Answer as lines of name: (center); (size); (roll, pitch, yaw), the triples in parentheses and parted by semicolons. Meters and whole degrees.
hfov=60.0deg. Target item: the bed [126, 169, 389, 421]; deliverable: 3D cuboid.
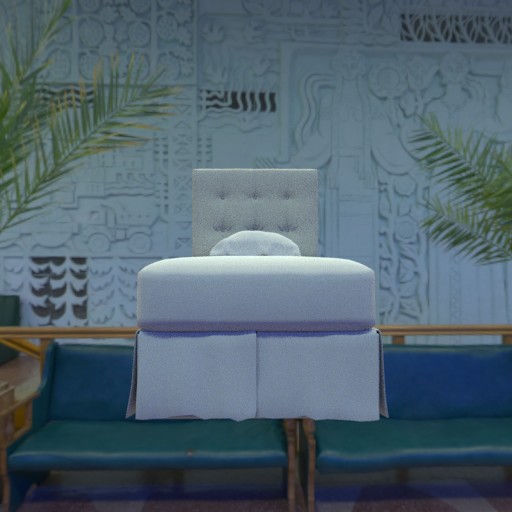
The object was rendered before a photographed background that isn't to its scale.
bed: (0.000, 0.000, 3.077); (1.261, 1.571, 1.997); (0, 0, 0)
